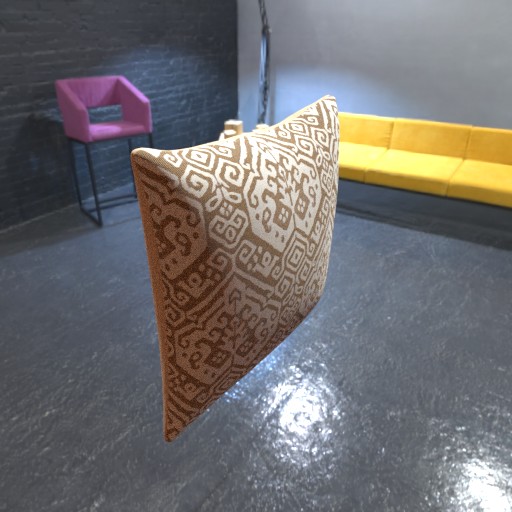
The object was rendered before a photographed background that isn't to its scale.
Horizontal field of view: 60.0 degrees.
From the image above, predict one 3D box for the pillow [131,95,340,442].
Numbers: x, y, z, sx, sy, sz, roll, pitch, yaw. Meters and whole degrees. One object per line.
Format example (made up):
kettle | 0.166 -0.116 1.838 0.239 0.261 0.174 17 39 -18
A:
pillow | 0.000 0.000 0.662 0.173 0.407 0.419 19 34 31
